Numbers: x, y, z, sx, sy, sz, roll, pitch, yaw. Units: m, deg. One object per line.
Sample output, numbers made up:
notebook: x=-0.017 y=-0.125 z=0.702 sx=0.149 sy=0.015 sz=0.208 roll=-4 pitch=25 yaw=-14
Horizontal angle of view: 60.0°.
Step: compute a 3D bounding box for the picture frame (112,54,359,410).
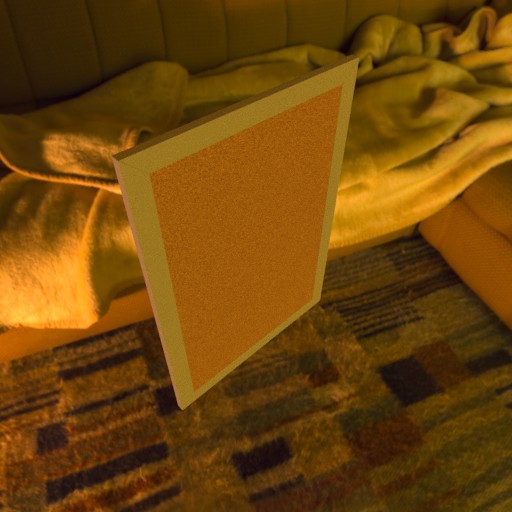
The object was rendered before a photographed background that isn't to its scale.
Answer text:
picture frame: x=0.000 y=0.000 z=0.616 sx=0.326 sy=0.459 sz=0.011 roll=-33 pitch=54 yaw=-29
